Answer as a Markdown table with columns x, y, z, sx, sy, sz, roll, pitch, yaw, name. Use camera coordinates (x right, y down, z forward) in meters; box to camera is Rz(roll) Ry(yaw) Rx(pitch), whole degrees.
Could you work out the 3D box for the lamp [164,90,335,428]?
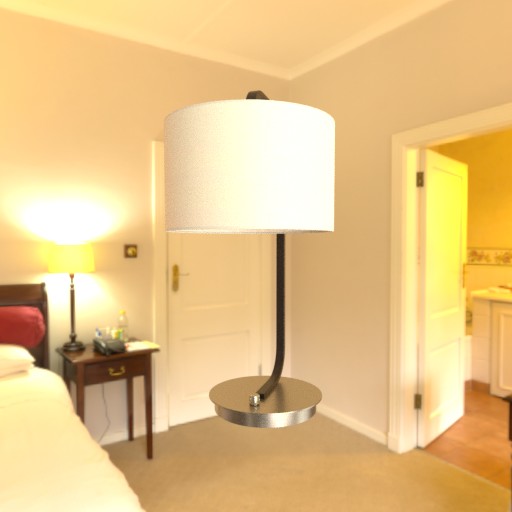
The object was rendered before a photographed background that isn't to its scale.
| x | y | z | sx | sy | sz | roll | pitch | yaw | name |
| --- | --- | --- | --- | --- | --- | --- | --- | --- | --- |
| 0.000 | 0.000 | 0.639 | 0.230 | 0.473 | 0.288 | 1 | 2 | 18 | lamp |
